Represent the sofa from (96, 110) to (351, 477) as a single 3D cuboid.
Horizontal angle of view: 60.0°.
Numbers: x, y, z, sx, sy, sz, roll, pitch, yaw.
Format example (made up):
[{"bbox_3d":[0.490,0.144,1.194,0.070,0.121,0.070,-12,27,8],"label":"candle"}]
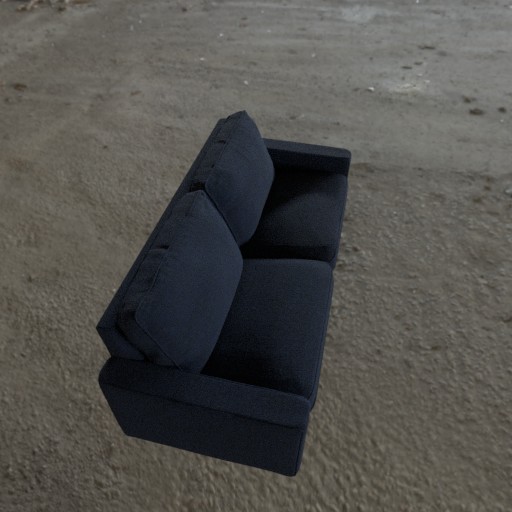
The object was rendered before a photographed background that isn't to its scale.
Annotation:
[{"bbox_3d":[0.000,0.000,2.591,0.940,0.919,2.080,10,47,9],"label":"sofa"}]
